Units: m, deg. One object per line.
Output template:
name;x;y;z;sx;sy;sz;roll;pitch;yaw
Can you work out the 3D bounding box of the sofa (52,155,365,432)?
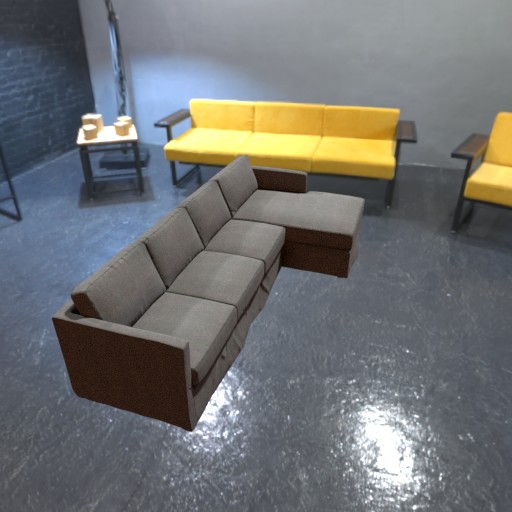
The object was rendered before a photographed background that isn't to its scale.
sofa;0.000;0.000;3.986;1.650;0.922;3.205;9;31;16
